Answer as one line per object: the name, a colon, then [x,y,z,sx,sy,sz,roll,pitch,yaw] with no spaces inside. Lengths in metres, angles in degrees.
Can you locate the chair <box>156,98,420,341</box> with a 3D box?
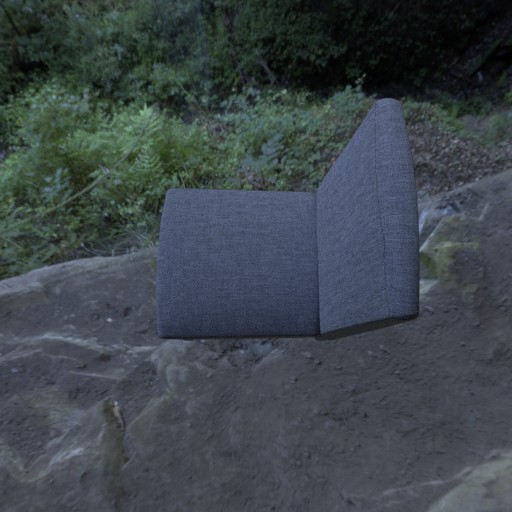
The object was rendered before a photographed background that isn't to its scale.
chair: [0.000,0.000,1.236,0.580,0.917,0.451,0,76,0]
